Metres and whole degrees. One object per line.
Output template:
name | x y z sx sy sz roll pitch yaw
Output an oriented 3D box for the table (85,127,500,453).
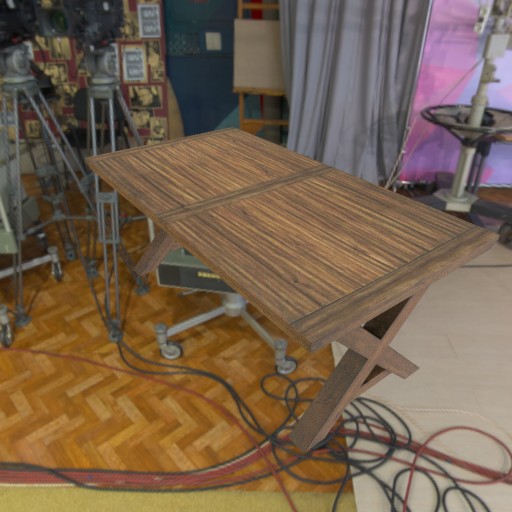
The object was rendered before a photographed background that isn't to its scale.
table | 0.000 0.000 2.454 1.071 0.793 1.966 -22 38 -31
